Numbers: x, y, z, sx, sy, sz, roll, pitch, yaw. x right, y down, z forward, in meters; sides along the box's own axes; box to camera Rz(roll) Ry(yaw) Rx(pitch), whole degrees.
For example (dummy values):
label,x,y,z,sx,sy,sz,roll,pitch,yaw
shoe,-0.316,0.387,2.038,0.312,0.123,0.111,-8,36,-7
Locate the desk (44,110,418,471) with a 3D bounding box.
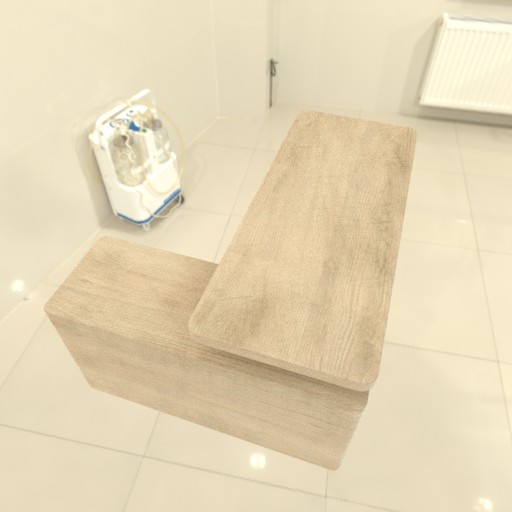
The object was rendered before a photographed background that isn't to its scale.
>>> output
label,x,y,z,sx,sy,sz,roll,pitch,yaw
desk,0.000,0.000,2.088,1.175,0.770,1.400,14,49,12
